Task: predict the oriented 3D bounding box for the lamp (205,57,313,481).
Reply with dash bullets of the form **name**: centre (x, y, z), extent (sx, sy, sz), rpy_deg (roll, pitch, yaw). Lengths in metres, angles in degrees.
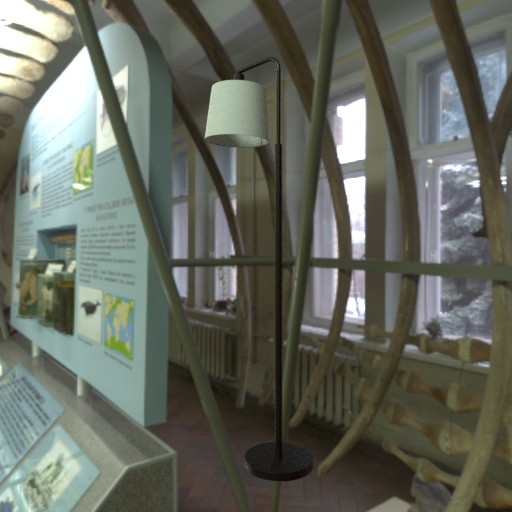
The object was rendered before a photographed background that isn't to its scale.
- **lamp**: centre (0.000, 0.000, 1.677), extent (0.254, 1.478, 0.508), rpy_deg (0, 0, -38)
